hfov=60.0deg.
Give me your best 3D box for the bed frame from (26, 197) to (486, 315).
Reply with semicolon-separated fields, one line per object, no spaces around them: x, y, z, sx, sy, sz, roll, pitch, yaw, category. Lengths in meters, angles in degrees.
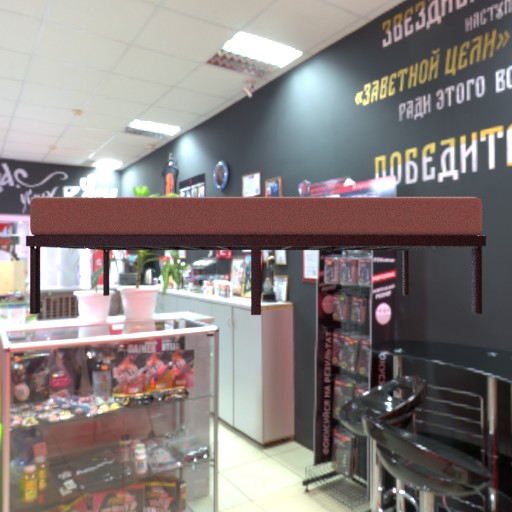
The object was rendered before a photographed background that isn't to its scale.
0.000;0.000;3.216;2.635;0.680;1.393;0;0;0;bed frame
